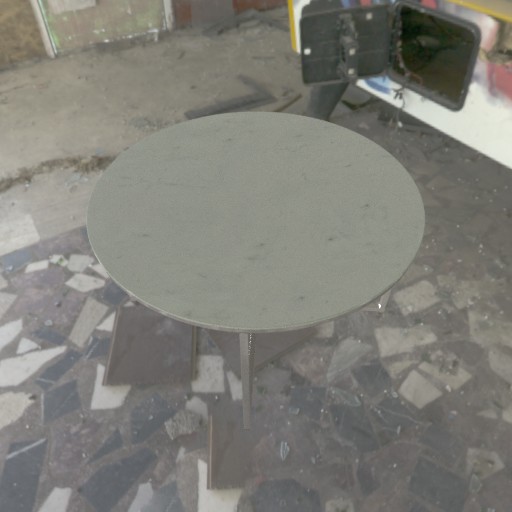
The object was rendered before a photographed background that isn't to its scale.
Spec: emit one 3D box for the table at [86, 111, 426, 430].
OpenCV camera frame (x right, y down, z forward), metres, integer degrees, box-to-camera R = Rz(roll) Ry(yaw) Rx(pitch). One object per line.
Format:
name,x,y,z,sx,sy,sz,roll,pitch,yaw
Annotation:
table,0.000,0.000,1.242,0.800,0.450,0.800,0,46,0
